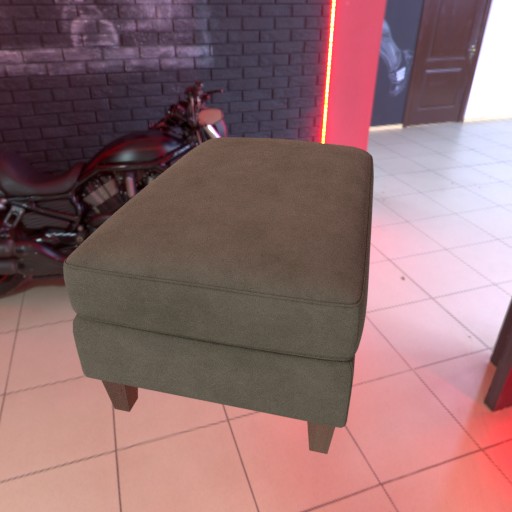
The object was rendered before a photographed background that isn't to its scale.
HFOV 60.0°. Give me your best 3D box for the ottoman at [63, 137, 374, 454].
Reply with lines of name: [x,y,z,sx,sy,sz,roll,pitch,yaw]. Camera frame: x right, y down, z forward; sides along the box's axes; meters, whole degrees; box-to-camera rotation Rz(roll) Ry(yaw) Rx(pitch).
ottoman: [0.000,0.000,1.209,0.584,0.483,0.864,7,31,12]
